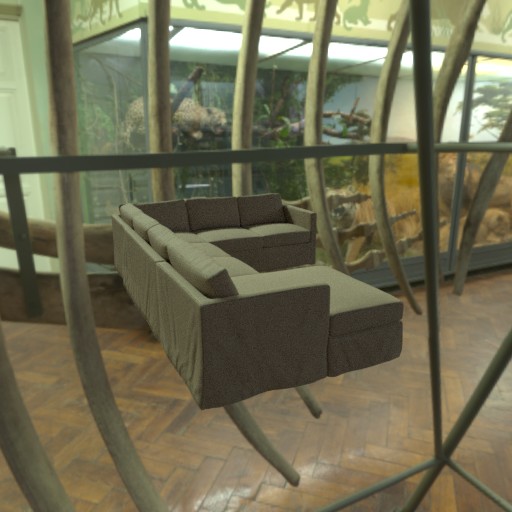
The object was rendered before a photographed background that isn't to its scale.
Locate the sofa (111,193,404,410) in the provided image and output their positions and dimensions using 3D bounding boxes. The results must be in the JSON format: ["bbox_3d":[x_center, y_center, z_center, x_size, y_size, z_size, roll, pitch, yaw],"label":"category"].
[{"bbox_3d":[0.000,0.000,4.654,2.476,0.878,3.528,-7,17,-25],"label":"sofa"}]
